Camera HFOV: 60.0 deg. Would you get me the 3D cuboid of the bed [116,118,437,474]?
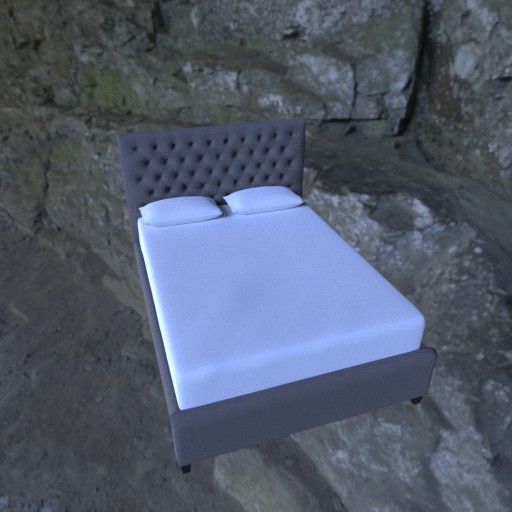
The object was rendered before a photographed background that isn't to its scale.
[{"bbox_3d":[0.000,0.000,3.321,1.696,1.426,2.233,-10,32,-16],"label":"bed"}]
